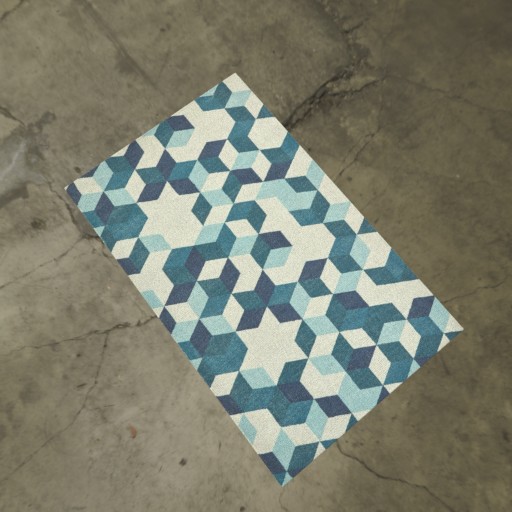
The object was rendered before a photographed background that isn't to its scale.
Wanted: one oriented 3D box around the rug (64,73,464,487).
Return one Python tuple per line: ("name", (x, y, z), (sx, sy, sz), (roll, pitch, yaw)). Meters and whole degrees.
("rug", (0.000, 0.000, 2.998), (1.518, 0.015, 2.438), (-37, 79, -9))
